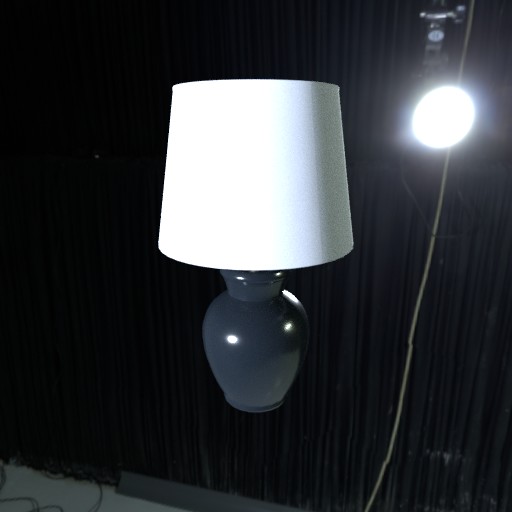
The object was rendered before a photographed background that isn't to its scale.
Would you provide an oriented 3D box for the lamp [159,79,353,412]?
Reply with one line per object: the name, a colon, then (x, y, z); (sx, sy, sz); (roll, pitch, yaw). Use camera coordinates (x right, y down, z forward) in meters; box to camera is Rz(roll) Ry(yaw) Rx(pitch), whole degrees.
lamp: (0.000, 0.000, 0.563); (0.239, 0.399, 0.239); (0, 16, 0)
